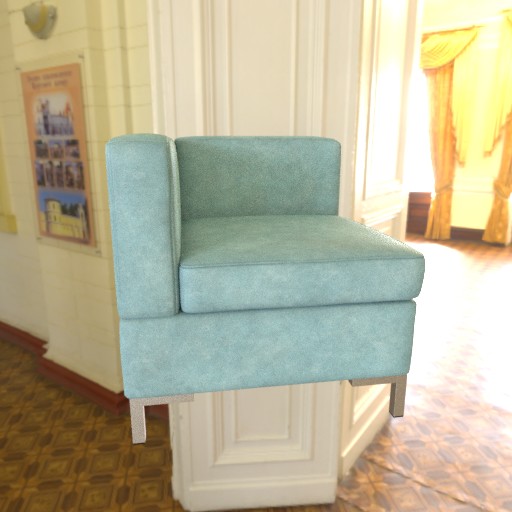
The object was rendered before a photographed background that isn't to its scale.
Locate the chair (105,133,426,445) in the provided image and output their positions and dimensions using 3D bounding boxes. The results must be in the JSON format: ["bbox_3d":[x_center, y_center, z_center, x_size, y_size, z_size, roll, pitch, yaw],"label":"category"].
[{"bbox_3d":[0.000,0.000,1.245,0.684,0.660,0.691,-2,15,-9],"label":"chair"}]
